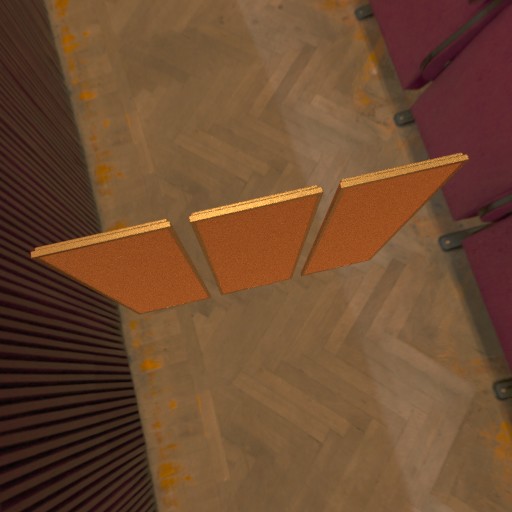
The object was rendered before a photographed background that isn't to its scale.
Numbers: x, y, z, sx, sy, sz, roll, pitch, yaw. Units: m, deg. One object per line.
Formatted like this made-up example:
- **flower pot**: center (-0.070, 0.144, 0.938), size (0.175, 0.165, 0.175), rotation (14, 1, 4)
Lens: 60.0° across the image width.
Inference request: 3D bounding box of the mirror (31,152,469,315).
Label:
- **mirror**: center (0.000, 0.000, 1.446), size (1.011, 0.926, 0.023), rotation (-13, 75, -4)
